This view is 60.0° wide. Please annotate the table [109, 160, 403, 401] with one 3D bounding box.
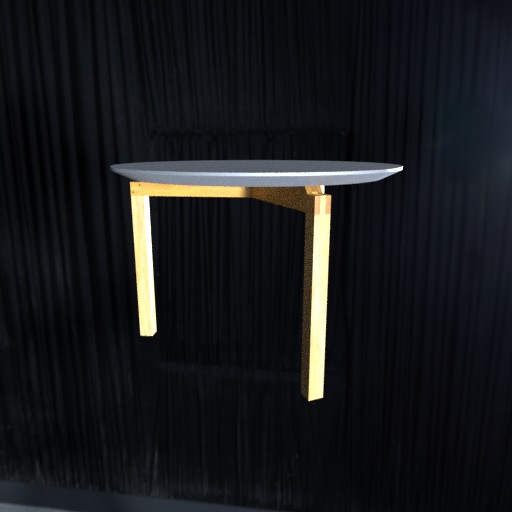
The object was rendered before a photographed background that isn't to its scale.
[{"bbox_3d":[0.000,0.000,1.001,0.600,0.405,0.600,0,14,0],"label":"table"}]
